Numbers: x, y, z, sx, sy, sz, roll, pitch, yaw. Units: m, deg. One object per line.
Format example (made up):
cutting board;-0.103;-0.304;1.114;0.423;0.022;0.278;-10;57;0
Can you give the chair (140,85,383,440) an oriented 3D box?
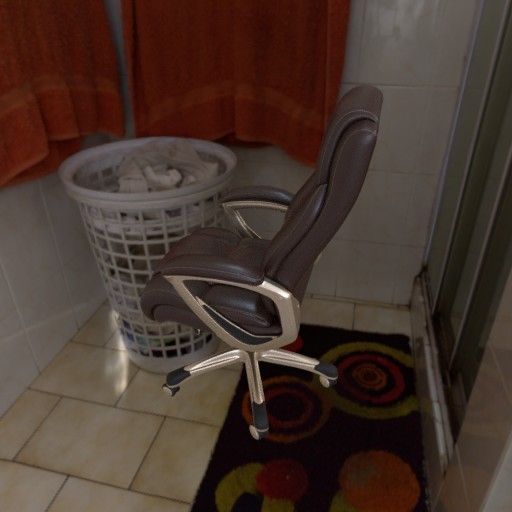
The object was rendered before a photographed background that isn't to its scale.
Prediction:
chair;0.000;0.000;1.636;0.749;1.194;0.692;8;31;13
